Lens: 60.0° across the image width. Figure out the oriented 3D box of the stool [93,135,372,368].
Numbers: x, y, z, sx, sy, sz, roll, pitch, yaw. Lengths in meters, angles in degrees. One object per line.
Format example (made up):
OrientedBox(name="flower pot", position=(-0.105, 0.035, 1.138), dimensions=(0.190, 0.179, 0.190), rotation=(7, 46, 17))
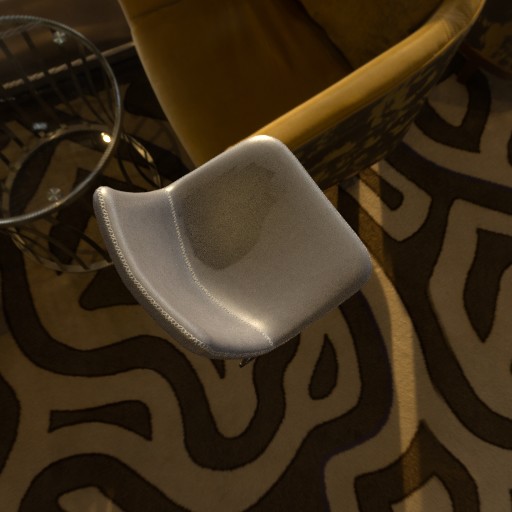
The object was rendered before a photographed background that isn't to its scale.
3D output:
OrientedBox(name="stool", position=(0.000, 0.000, 1.193), dimensions=(0.546, 0.876, 0.470), rotation=(-34, 78, -8))
